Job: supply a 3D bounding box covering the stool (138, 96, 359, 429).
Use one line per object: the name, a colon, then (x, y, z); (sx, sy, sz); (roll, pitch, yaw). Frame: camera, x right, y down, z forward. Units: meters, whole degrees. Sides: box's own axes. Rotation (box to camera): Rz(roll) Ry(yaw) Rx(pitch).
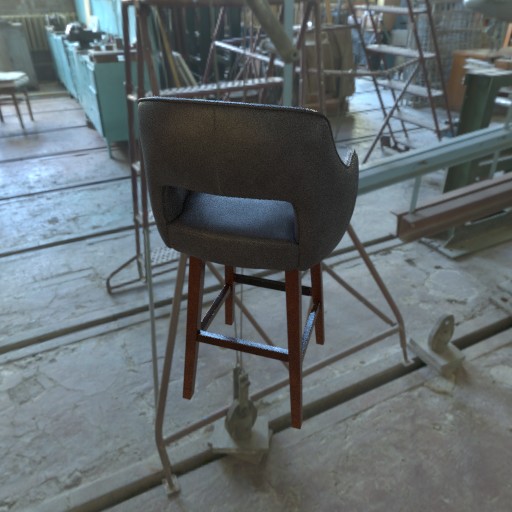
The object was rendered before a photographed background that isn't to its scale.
stool: (0.000, 0.000, 1.378); (0.550, 1.041, 0.560); (10, 33, 15)
